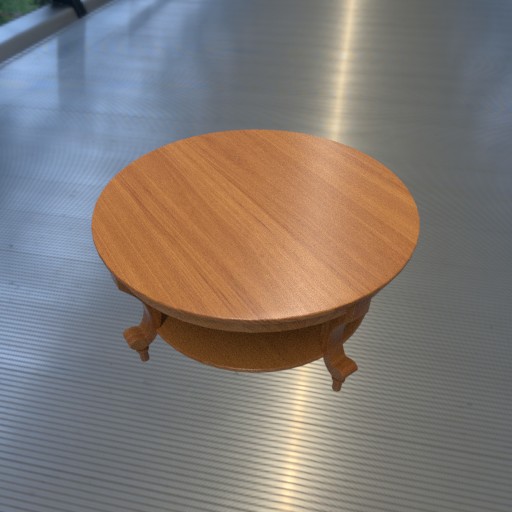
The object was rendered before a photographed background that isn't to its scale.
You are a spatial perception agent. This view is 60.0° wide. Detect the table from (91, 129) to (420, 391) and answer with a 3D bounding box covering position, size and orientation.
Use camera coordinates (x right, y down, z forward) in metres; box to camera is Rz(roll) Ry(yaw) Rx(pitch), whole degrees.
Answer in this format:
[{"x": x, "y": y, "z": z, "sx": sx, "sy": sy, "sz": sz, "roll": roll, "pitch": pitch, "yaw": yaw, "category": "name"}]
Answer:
[{"x": 0.000, "y": 0.000, "z": 1.593, "sx": 1.029, "sy": 0.490, "sz": 1.029, "roll": 0, "pitch": 41, "yaw": 0, "category": "table"}]
